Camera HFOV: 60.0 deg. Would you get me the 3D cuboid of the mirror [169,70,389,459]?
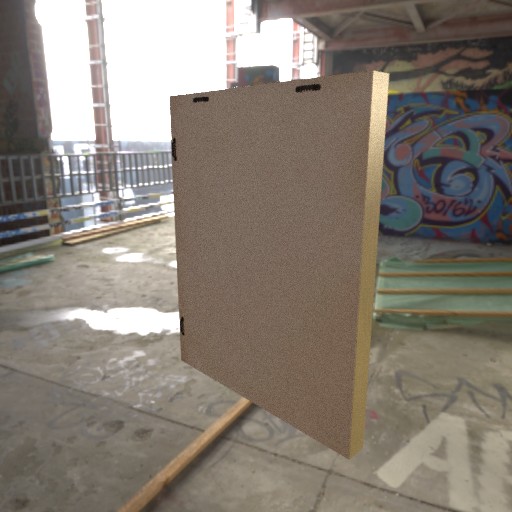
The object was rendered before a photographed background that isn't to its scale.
[{"bbox_3d":[0.000,0.000,0.706,0.041,0.508,0.405,-14,20,-42],"label":"mirror"}]
